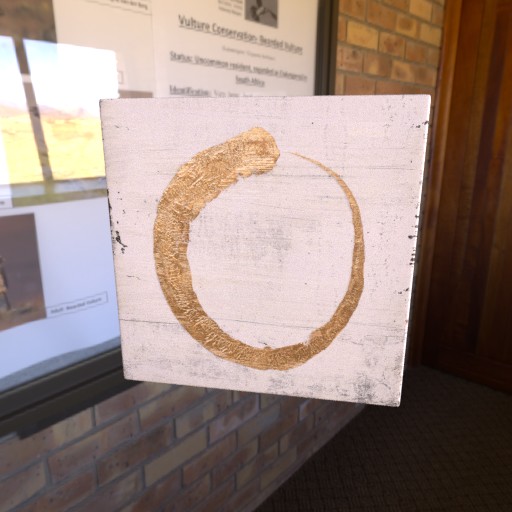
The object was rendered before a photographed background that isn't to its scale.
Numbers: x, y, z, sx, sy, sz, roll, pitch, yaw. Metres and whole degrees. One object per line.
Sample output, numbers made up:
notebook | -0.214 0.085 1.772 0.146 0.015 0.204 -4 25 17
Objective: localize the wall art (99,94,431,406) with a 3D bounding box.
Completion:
wall art | 0.000 0.000 0.904 0.610 0.611 0.040 3 16 10
